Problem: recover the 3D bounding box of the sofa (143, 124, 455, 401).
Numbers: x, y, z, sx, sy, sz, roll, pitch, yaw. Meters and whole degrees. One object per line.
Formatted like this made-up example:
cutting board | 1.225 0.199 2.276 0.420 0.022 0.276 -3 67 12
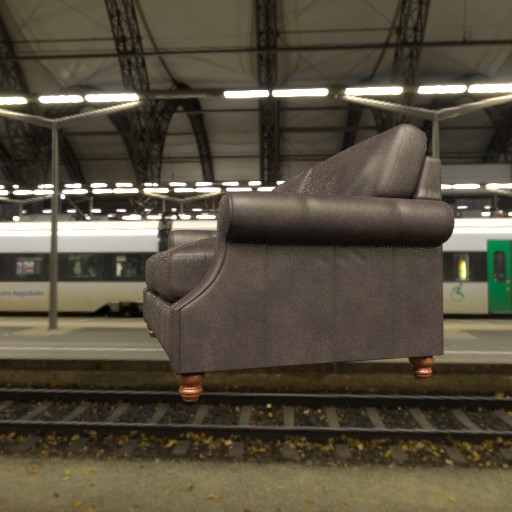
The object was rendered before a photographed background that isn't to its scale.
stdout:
sofa | 0.000 0.000 2.250 1.030 0.979 1.663 1 -2 -18
